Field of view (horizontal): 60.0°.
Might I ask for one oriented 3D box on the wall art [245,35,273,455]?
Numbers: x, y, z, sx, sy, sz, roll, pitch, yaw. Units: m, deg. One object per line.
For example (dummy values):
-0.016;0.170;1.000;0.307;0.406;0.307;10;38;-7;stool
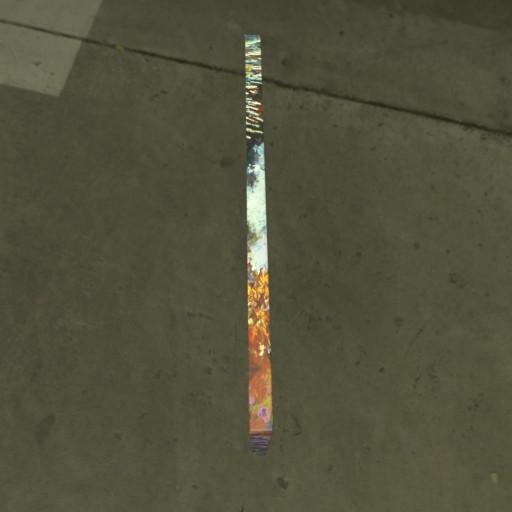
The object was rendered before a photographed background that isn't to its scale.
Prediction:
0.000;0.000;1.147;0.037;0.604;0.908;-1;63;0;wall art
